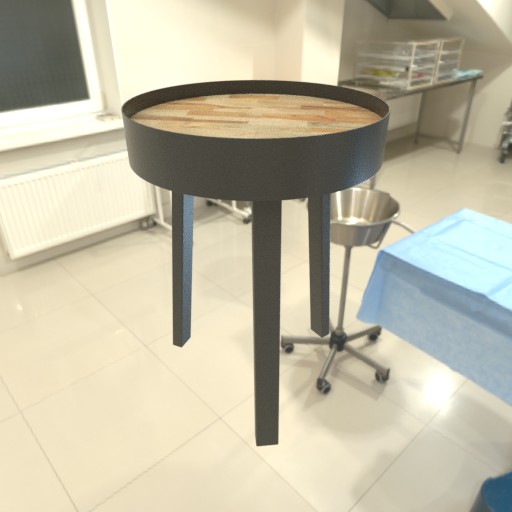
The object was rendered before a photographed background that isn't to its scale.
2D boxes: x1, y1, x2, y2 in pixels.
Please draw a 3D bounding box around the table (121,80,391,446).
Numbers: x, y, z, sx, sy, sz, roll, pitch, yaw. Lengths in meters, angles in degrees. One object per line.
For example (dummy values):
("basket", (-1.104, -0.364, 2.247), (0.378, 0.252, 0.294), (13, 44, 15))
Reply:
("table", (0.000, 0.000, 0.834), (0.406, 0.559, 0.406), (0, 31, 0))
